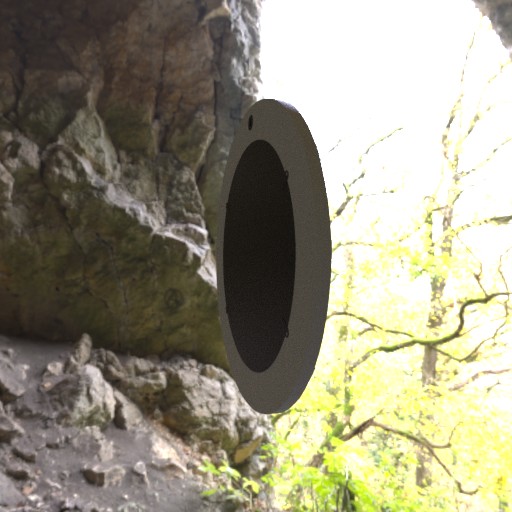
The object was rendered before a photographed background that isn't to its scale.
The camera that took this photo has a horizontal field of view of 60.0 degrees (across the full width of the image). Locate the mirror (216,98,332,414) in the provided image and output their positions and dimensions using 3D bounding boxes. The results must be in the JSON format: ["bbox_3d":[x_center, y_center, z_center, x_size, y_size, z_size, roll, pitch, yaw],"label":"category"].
[{"bbox_3d":[0.000,0.000,1.357,0.038,0.914,0.914,0,-1,-18],"label":"mirror"}]
